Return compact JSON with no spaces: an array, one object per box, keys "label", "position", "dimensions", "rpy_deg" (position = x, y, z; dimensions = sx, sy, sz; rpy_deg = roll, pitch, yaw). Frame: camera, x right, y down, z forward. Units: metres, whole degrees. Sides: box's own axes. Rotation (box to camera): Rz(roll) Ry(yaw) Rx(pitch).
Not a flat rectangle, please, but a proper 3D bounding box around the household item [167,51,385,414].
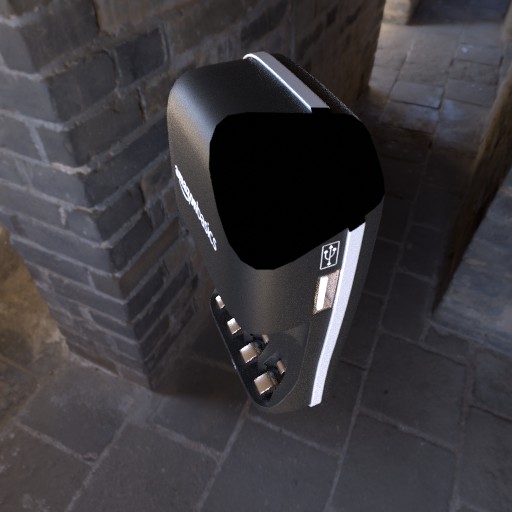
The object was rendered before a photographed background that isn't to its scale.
[{"label":"household item","position":[0.000,0.000,0.147],"dimensions":[0.038,0.114,0.070],"rpy_deg":[-17,49,-16]}]
